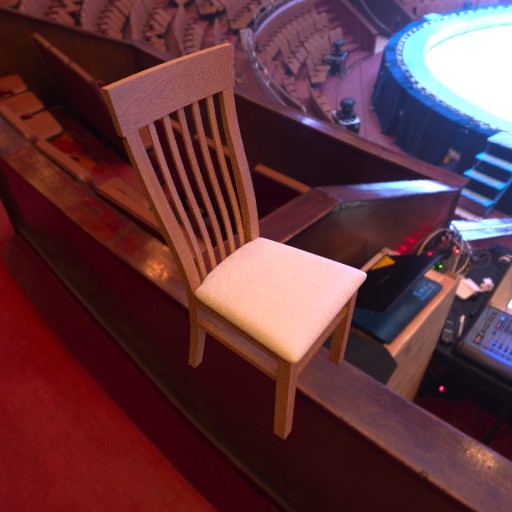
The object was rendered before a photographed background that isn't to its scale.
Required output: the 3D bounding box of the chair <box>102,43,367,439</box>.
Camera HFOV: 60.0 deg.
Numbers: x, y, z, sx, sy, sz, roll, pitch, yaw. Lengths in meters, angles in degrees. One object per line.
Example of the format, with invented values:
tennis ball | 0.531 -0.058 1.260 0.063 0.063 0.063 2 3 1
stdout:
chair | 0.000 0.000 1.375 0.580 1.050 0.450 26 47 27
